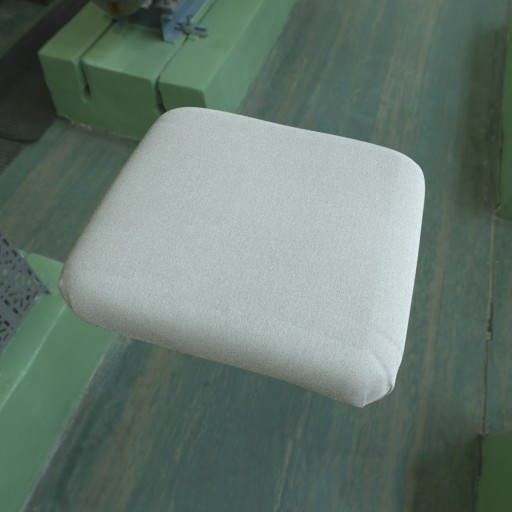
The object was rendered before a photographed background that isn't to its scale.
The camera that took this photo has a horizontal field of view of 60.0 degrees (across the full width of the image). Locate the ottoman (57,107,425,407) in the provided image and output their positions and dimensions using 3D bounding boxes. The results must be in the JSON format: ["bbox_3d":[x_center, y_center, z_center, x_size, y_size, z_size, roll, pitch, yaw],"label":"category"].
[{"bbox_3d":[0.000,0.000,1.146,0.746,0.450,0.639,15,58,9],"label":"ottoman"}]
